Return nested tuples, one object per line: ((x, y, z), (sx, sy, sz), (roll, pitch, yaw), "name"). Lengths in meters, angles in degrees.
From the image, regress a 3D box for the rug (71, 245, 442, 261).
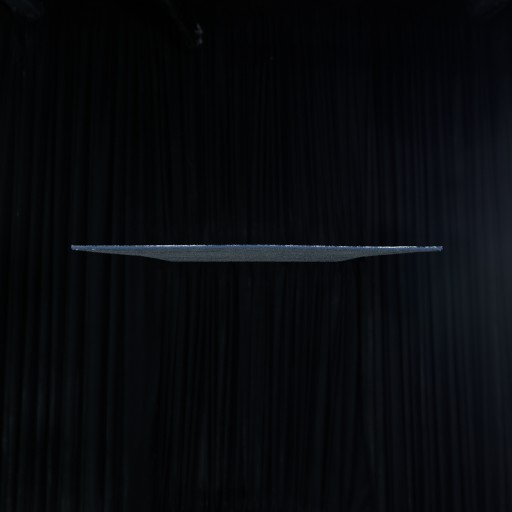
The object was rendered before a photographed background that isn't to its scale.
((0.000, 0.000, 2.269), (1.159, 0.025, 1.793), (0, -2, 0), "rug")
